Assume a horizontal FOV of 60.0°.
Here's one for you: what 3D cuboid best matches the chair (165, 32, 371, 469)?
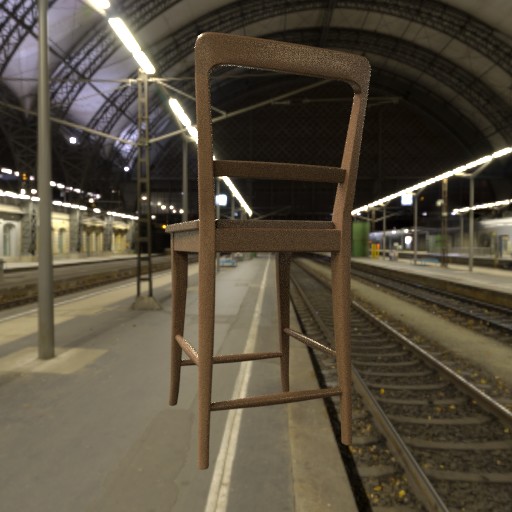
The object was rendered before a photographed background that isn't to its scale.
[{"bbox_3d":[0.000,0.000,1.270,0.450,0.991,0.546,-1,2,-19],"label":"chair"}]
